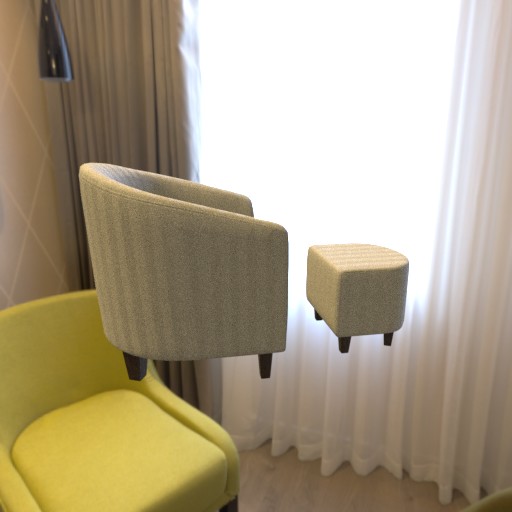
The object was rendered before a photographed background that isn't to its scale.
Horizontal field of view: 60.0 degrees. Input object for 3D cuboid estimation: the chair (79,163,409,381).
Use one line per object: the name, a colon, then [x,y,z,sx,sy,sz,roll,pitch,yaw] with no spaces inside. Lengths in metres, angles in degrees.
chair: [0.000,0.000,1.807,1.288,0.757,0.756,-3,16,-10]
